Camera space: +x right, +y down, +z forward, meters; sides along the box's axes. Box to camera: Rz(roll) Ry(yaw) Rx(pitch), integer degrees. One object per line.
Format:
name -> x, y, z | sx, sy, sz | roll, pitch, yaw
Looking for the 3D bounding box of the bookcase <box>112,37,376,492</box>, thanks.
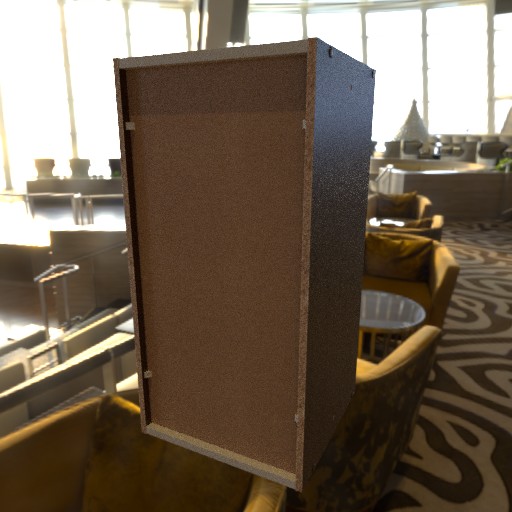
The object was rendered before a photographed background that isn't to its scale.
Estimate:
bookcase -> 0.000, 0.000, 0.749 | 0.300, 0.600, 0.290 | 8, 17, 26
